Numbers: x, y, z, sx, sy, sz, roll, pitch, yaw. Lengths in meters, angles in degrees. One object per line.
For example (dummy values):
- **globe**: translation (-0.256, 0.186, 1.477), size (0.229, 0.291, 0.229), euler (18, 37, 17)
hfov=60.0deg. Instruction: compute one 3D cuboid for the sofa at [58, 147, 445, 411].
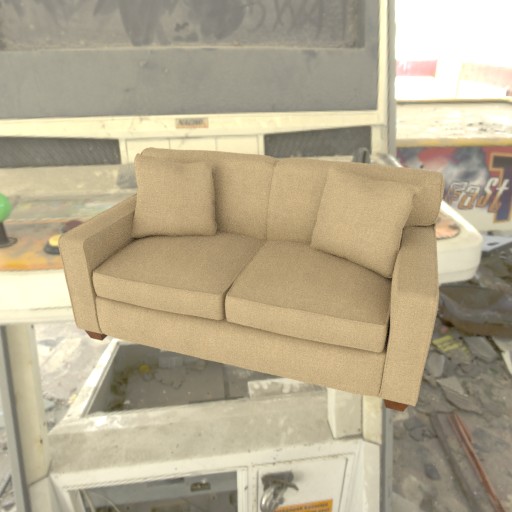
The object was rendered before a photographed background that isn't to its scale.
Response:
- **sofa**: translation (0.000, 0.000, 2.451), size (1.846, 0.958, 0.998), euler (9, 28, 17)
